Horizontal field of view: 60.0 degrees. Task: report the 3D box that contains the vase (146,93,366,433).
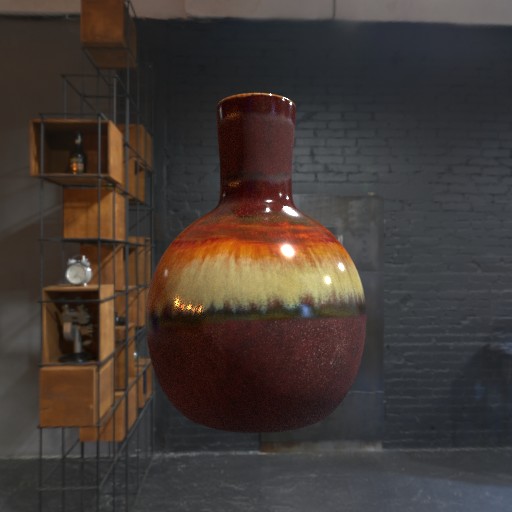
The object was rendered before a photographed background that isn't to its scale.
[{"bbox_3d":[0.000,0.000,0.229,0.111,0.154,0.111,0,0,0],"label":"vase"}]
